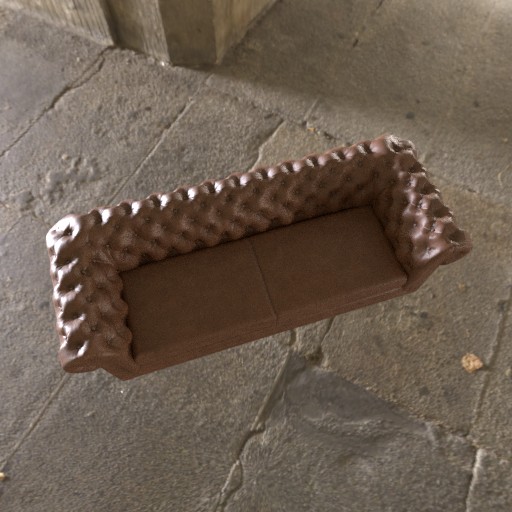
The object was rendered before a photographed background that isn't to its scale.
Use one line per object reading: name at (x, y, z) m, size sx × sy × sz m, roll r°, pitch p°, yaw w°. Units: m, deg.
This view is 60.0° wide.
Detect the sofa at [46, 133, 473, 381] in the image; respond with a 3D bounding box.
sofa at (0.000, 0.000, 2.863) m, size 2.385 × 0.783 × 0.944 m, roll -16°, pitch 65°, yaw -8°
